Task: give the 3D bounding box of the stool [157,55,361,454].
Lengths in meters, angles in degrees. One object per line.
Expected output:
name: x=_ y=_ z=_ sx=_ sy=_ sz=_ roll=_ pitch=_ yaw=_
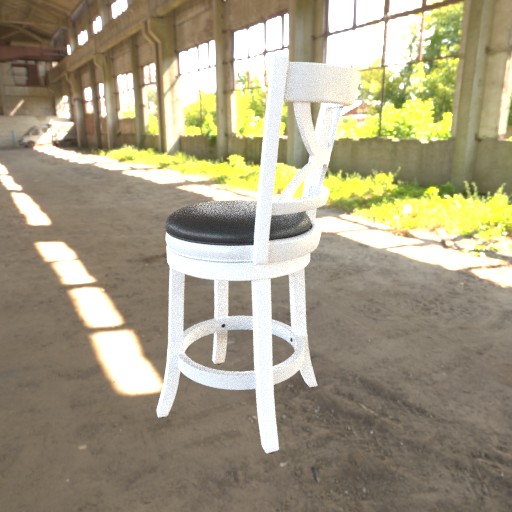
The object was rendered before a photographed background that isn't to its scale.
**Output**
stool: x=0.000 y=0.000 z=1.230 sx=0.508 sy=0.953 sz=0.444 roll=7 pitch=18 yaw=24
